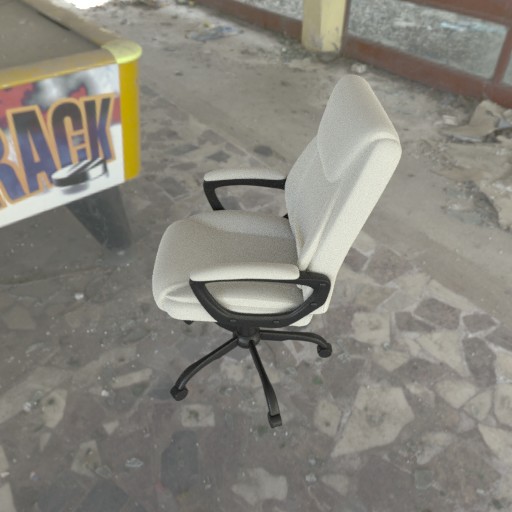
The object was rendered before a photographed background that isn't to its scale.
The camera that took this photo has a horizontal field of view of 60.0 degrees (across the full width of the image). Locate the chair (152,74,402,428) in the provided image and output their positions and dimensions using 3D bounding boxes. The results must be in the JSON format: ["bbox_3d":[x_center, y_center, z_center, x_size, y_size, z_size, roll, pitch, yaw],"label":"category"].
[{"bbox_3d":[0.000,0.000,1.465,0.669,1.065,0.663,-1,40,-1],"label":"chair"}]
